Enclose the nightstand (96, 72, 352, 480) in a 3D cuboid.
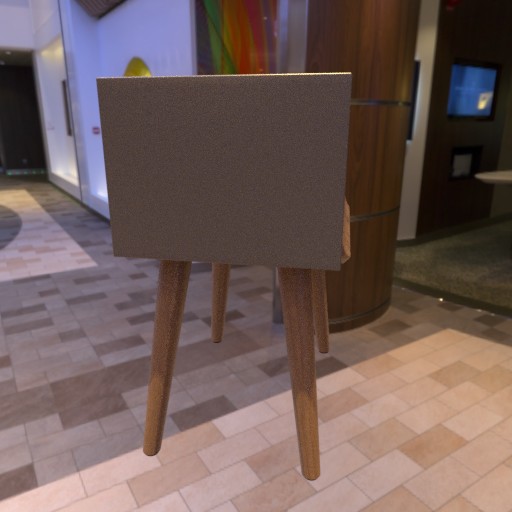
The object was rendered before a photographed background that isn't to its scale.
[{"bbox_3d":[0.000,0.000,0.711,0.288,0.508,0.370,3,18,11],"label":"nightstand"}]
